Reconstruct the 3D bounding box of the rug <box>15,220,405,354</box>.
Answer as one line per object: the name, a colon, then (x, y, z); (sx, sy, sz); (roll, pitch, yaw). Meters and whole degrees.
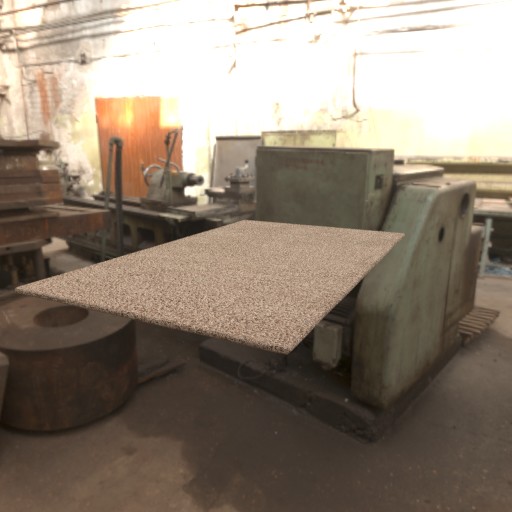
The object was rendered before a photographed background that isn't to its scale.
rug: (0.000, 0.000, 2.968); (1.524, 0.030, 2.438); (7, 16, 27)
